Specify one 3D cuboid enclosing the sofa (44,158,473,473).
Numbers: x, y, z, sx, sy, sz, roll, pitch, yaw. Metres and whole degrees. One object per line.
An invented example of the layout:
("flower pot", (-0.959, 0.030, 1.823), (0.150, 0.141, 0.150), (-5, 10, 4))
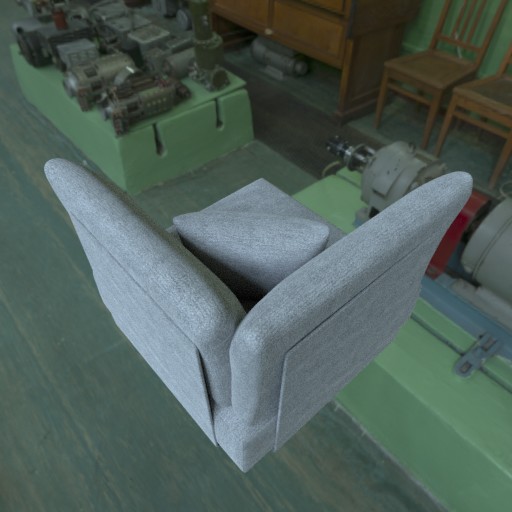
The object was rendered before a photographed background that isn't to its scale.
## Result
("sofa", (0.000, 0.000, 1.690), (1.000, 0.820, 1.000), (-33, 54, -27))
